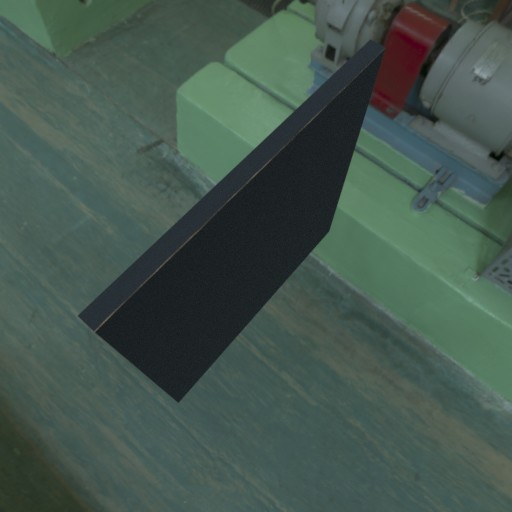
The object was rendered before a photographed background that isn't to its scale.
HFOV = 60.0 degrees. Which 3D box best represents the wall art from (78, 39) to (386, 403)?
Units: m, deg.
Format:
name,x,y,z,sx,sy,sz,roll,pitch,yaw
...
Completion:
name,x,y,z,sx,sy,sz,roll,pitch,yaw
wall art,0.000,0.000,1.108,0.038,0.762,0.762,37,70,16
